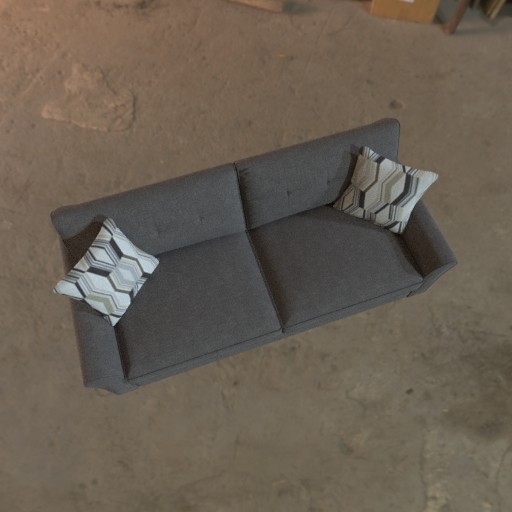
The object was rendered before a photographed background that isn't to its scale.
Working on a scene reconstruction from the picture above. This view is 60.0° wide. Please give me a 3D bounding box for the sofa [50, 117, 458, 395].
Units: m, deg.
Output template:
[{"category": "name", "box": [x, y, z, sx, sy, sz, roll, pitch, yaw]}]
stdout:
[{"category": "sofa", "box": [0.000, 0.000, 2.494, 2.032, 0.813, 0.889, -17, 66, -8]}]
